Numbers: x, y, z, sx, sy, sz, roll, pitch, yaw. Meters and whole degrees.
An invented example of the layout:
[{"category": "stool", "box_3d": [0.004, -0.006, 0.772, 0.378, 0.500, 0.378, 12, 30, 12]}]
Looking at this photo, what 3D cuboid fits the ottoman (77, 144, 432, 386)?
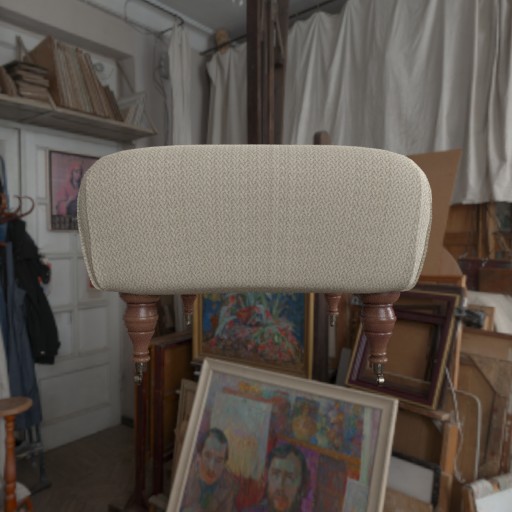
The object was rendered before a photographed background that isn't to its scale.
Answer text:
[{"category": "ottoman", "box_3d": [0.000, 0.000, 1.058, 0.622, 0.447, 0.684, 0, 2, 1]}]
